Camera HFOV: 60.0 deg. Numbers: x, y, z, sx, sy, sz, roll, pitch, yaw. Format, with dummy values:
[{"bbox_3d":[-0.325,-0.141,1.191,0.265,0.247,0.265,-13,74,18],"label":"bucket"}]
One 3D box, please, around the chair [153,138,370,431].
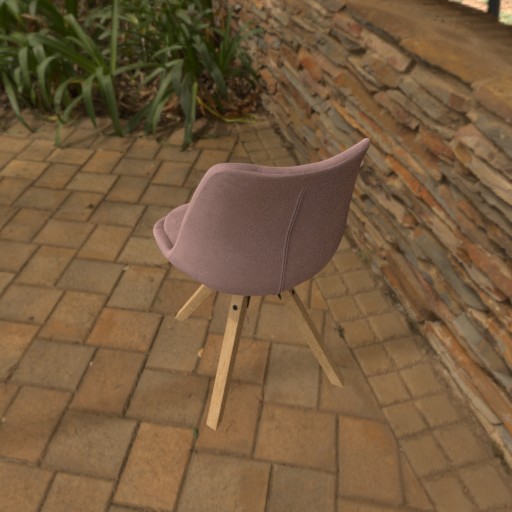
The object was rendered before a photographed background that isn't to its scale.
[{"bbox_3d":[0.000,0.000,1.169,0.485,0.850,0.550,-13,43,-15],"label":"chair"}]
